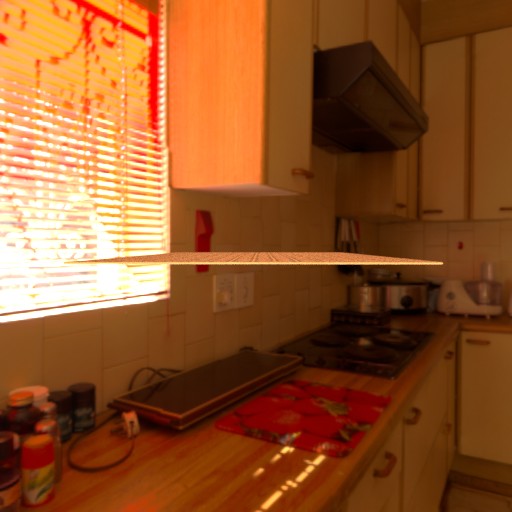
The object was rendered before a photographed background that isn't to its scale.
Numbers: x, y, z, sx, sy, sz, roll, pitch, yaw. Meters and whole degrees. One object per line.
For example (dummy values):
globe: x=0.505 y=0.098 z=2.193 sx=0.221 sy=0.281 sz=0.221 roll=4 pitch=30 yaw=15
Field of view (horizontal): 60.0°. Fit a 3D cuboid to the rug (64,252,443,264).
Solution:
rug: x=0.000 y=0.000 z=2.334 sx=1.220 sy=0.007 sz=1.828 roll=0 pitch=1 yaw=1
